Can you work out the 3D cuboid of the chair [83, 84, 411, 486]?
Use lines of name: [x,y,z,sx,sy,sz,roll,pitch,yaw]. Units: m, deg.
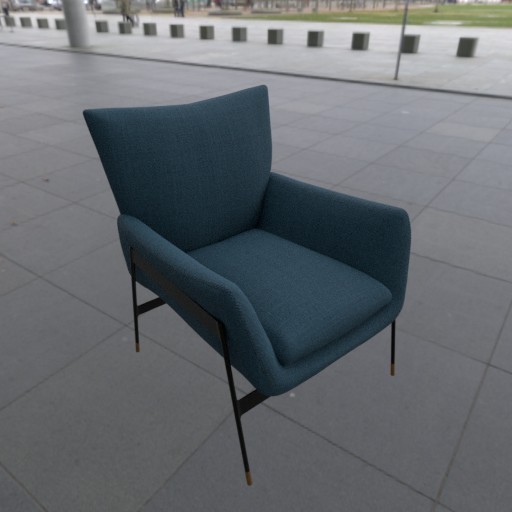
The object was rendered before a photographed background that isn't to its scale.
chair: [0.000,0.000,1.385,0.678,0.859,0.769,-22,37,-33]
